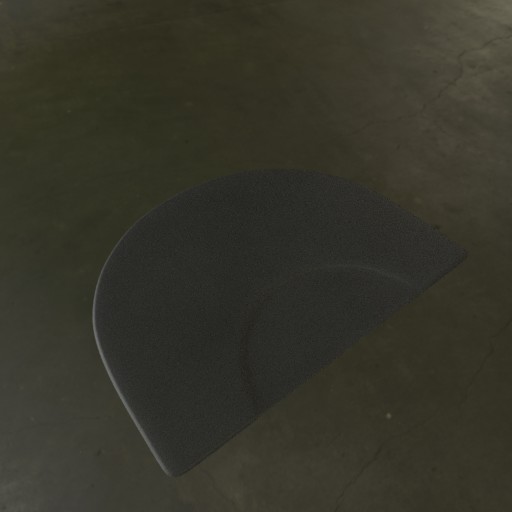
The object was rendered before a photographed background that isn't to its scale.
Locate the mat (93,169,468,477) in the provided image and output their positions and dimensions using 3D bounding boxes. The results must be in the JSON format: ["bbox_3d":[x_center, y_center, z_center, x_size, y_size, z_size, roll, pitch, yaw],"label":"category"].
[{"bbox_3d":[0.000,0.000,1.553,1.220,0.016,0.917,-30,55,-24],"label":"mat"}]
